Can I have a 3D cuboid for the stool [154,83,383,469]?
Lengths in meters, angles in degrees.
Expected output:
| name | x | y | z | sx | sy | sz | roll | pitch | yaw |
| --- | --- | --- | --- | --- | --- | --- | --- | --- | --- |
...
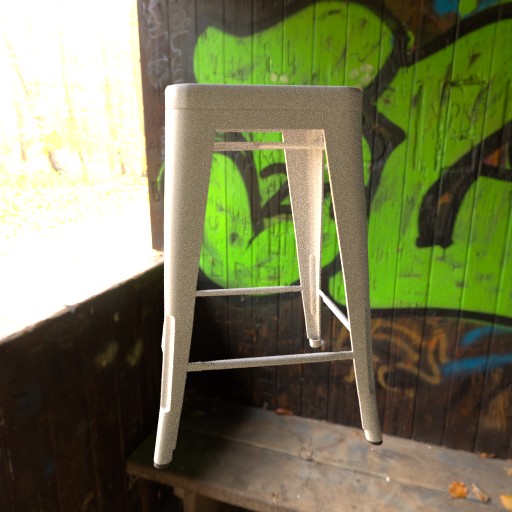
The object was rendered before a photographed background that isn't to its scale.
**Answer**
| name | x | y | z | sx | sy | sz | roll | pitch | yaw |
| --- | --- | --- | --- | --- | --- | --- | --- | --- | --- |
| stool | 0.000 | 0.000 | 0.880 | 0.406 | 0.610 | 0.406 | -2 | 15 | -8 |
